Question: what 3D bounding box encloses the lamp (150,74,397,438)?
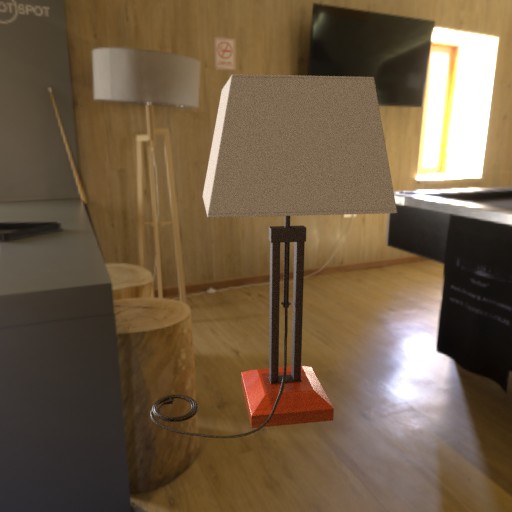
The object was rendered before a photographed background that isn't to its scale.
[{"bbox_3d":[0.000,0.000,0.982,0.498,0.737,0.310,-2,15,-8],"label":"lamp"}]
